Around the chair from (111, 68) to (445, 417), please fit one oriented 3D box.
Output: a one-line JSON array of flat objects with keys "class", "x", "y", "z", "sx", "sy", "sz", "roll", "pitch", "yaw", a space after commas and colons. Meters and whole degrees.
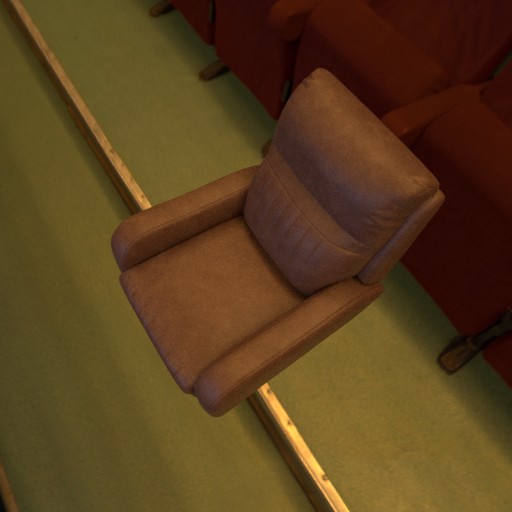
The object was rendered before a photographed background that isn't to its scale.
[{"class": "chair", "x": 0.000, "y": 0.000, "z": 1.825, "sx": 1.067, "sy": 1.067, "sz": 0.865, "roll": -31, "pitch": 68, "yaw": -14}]
